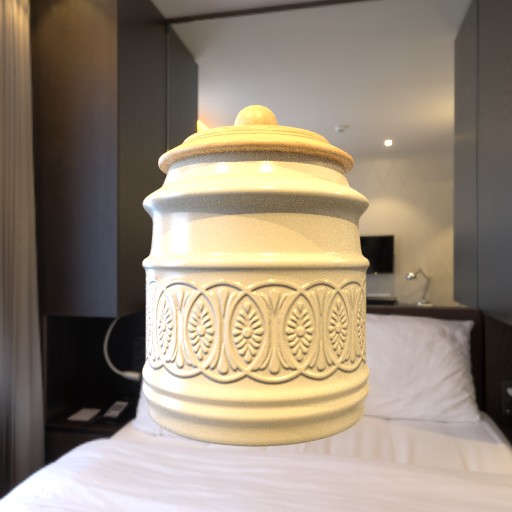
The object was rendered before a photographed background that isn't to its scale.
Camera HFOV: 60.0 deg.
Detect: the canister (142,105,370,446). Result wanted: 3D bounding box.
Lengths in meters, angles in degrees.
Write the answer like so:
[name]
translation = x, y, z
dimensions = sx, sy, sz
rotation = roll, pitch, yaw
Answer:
[canister]
translation = 0.000, 0.000, 0.262
dimensions = 0.130, 0.176, 0.130
rotation = 0, -1, 0
